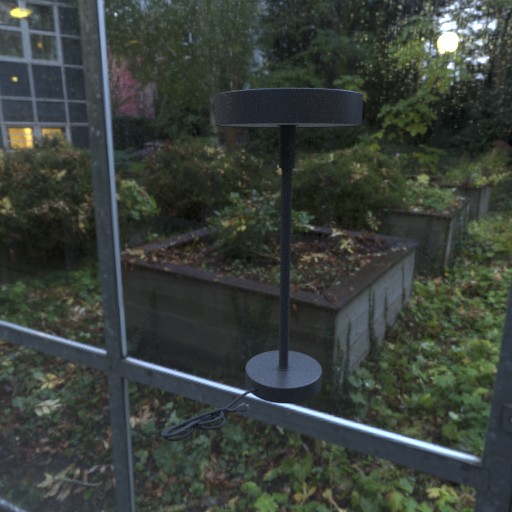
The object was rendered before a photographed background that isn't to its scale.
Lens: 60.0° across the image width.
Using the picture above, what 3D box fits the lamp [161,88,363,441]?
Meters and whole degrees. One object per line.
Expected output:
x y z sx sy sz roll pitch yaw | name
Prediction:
0.000 0.000 0.708 0.369 0.508 0.229 -14 20 -43 | lamp
